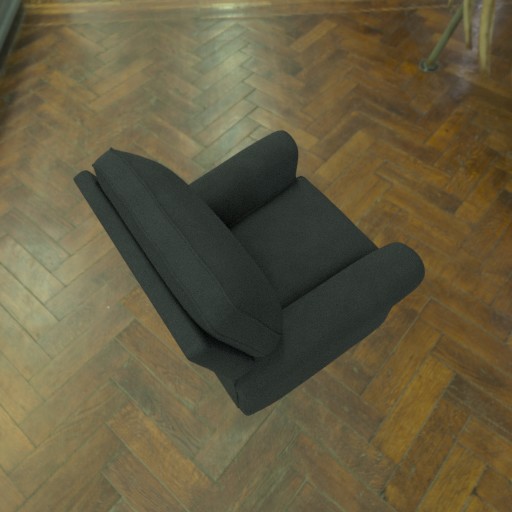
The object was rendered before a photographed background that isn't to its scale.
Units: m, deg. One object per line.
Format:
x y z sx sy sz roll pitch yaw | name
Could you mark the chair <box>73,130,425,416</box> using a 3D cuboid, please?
0.000 0.000 1.650 0.878 0.961 0.890 -30 62 -18 | chair
